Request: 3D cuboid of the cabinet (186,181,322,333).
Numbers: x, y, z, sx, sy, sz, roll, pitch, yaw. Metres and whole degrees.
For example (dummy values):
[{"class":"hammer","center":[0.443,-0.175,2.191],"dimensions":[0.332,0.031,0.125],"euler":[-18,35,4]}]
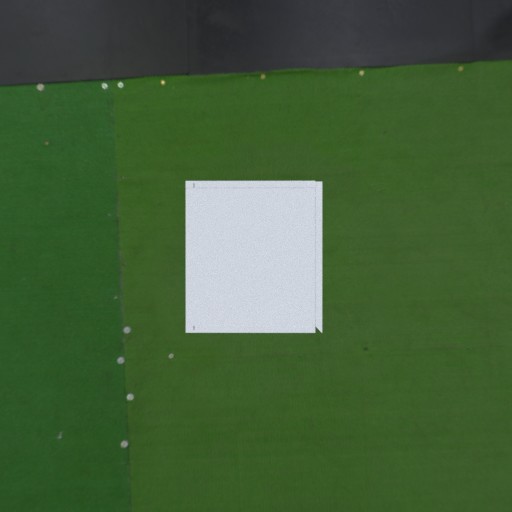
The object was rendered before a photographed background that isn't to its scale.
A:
[{"class":"cabinet","center":[0.000,0.000,1.575],"dimensions":[0.270,1.400,0.300],"euler":[0,90,0]}]
